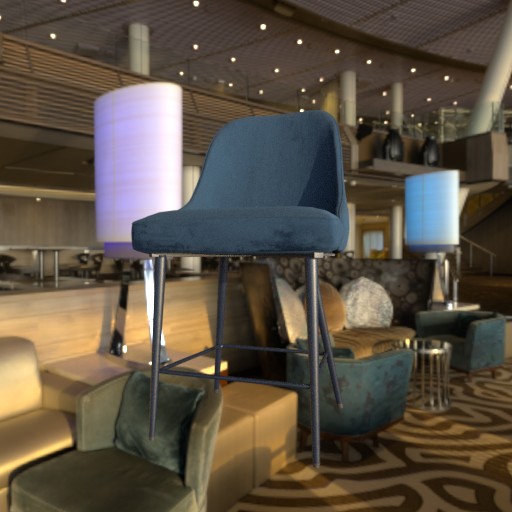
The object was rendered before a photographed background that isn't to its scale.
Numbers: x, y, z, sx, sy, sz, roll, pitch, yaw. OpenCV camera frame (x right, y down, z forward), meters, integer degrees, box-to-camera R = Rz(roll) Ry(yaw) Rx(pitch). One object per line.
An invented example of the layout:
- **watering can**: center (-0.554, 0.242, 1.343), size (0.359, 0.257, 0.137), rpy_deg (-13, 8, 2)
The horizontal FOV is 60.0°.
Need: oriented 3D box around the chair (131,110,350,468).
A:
- **chair**: center (0.000, 0.000, 1.245), size (0.526, 0.927, 0.489), rpy_deg (0, 1, 19)
